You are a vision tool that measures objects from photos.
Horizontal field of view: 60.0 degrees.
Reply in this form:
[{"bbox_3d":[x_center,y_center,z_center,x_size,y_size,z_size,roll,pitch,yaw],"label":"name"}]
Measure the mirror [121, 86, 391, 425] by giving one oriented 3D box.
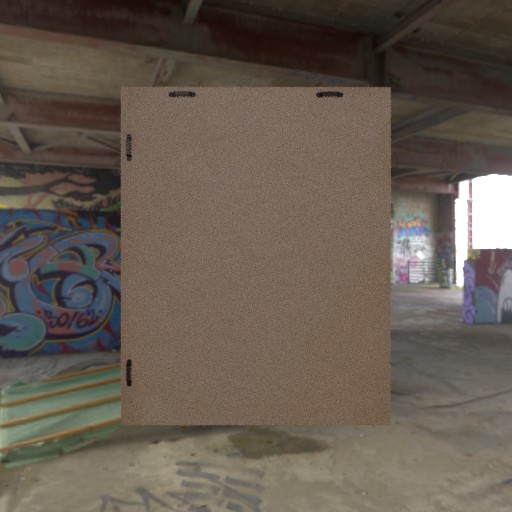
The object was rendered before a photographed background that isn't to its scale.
[{"bbox_3d":[0.000,0.000,0.680,0.405,0.508,0.041,0,0,0],"label":"mirror"}]
